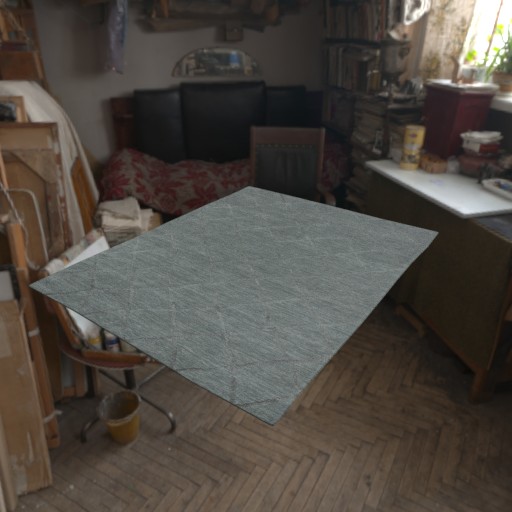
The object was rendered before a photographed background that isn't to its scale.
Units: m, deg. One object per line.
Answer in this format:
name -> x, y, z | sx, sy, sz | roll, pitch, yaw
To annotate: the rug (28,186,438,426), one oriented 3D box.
rug -> 0.000, 0.000, 4.072 | 2.438, 0.013, 3.048 | 19, 33, 31
